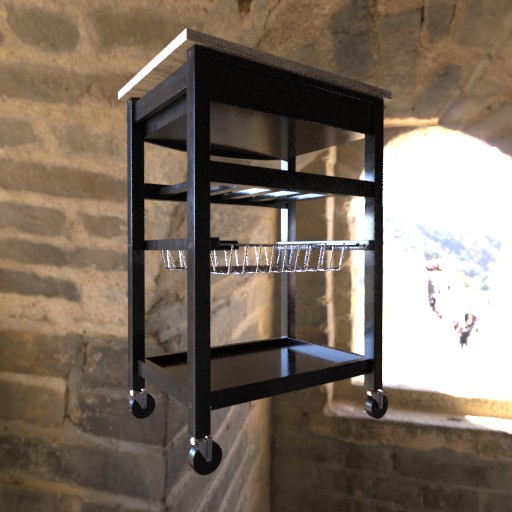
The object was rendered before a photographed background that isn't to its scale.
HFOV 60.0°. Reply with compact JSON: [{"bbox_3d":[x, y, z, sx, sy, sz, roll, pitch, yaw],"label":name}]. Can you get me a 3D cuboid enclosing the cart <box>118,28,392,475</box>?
[{"bbox_3d":[0.000,0.000,1.142,0.584,0.839,0.403,-1,1,-35],"label":"cart"}]
